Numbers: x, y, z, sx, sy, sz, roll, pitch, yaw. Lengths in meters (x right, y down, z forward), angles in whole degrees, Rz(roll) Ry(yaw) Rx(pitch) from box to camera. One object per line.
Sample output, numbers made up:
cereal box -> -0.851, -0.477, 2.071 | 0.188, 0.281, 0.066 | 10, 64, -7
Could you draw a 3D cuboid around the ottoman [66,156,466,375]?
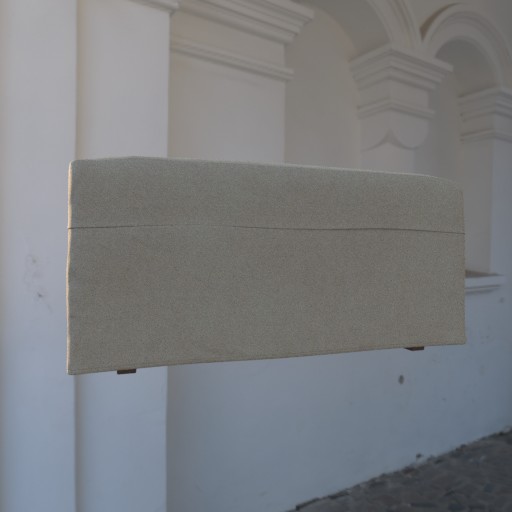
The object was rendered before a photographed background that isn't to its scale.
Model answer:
ottoman -> 0.000, 0.000, 1.156 | 0.872, 0.444, 0.590 | 0, 1, -17
